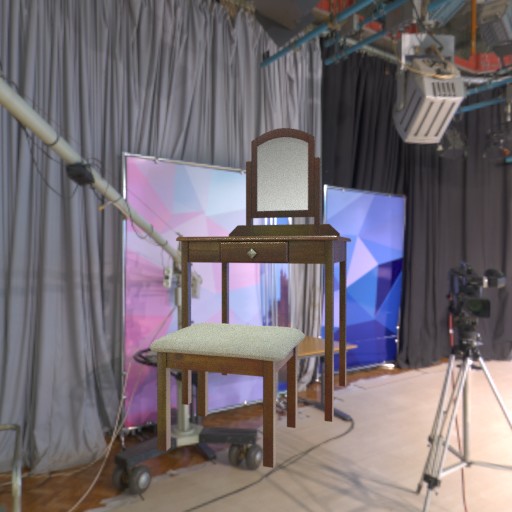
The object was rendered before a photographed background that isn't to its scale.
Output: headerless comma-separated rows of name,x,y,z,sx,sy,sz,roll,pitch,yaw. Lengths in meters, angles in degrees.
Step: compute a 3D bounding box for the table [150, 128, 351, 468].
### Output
table,0.000,0.000,2.342,0.876,1.631,1.211,0,1,18
